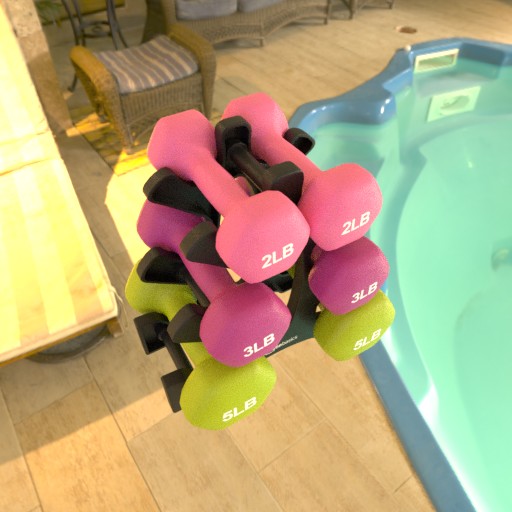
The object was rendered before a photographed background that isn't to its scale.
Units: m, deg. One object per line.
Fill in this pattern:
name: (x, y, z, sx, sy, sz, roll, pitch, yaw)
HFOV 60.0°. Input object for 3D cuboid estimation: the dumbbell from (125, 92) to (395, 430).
dumbbell: (0.000, 0.000, 0.447, 0.257, 0.261, 0.203, -23, 50, -20)
